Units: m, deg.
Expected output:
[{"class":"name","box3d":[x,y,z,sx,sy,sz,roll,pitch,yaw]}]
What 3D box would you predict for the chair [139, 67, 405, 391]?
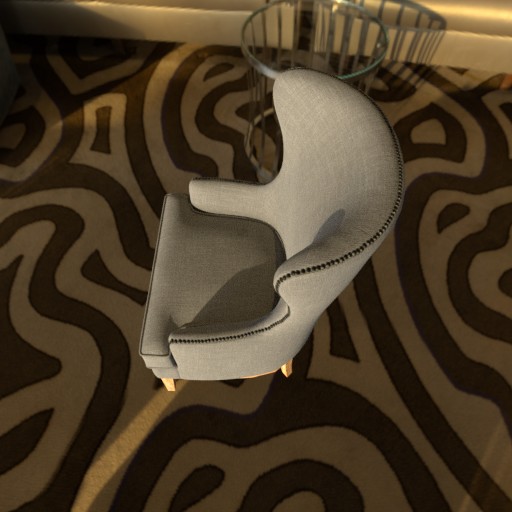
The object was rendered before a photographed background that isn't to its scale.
[{"class":"chair","box3d":[0.000,0.000,1.815,0.883,1.176,0.864,1,57,1]}]
